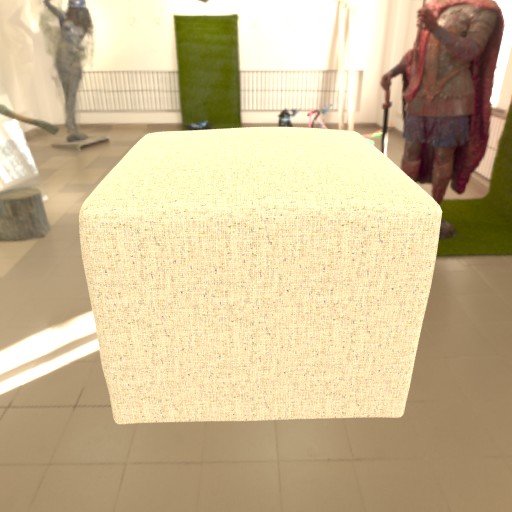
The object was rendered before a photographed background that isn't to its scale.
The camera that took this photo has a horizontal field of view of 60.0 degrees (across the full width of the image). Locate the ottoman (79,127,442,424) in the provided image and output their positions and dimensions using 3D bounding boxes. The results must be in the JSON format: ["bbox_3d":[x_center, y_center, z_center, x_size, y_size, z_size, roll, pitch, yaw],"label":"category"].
[{"bbox_3d":[0.000,0.000,0.904,0.512,0.453,0.521,-1,27,-2],"label":"ottoman"}]
